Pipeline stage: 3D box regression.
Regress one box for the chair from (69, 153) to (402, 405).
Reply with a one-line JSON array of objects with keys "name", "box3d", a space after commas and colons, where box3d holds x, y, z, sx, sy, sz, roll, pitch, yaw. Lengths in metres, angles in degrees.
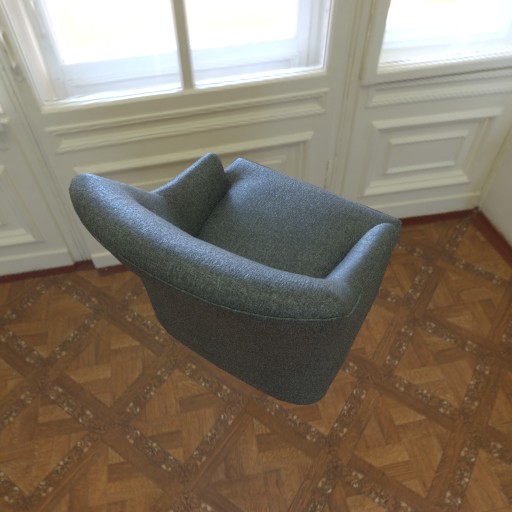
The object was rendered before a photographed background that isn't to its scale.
[{"name": "chair", "box3d": [0.000, 0.000, 1.576, 0.864, 0.856, 0.923, 26, 54, 21]}]
